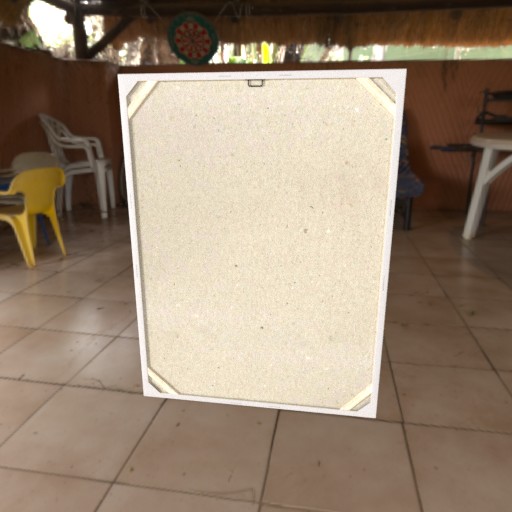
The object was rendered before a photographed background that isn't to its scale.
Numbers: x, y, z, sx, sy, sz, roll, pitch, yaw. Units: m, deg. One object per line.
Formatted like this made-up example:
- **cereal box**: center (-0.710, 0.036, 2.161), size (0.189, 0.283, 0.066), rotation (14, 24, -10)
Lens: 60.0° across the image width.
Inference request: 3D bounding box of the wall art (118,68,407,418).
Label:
- **wall art**: center (0.000, 0.000, 1.573), size (0.914, 1.212, 0.038), rotation (3, 17, 9)
